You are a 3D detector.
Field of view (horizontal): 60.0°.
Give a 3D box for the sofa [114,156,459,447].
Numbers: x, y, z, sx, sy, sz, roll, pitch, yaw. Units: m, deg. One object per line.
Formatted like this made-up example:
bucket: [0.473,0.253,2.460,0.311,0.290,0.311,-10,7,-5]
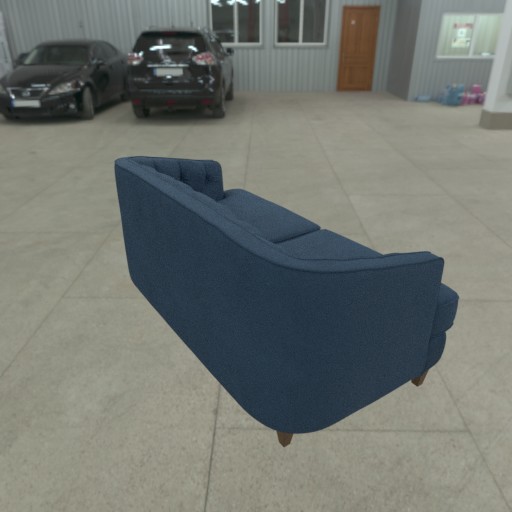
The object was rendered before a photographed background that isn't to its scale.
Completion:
sofa: [0.000,0.000,2.246,0.941,0.854,1.733,-17,31,-30]
